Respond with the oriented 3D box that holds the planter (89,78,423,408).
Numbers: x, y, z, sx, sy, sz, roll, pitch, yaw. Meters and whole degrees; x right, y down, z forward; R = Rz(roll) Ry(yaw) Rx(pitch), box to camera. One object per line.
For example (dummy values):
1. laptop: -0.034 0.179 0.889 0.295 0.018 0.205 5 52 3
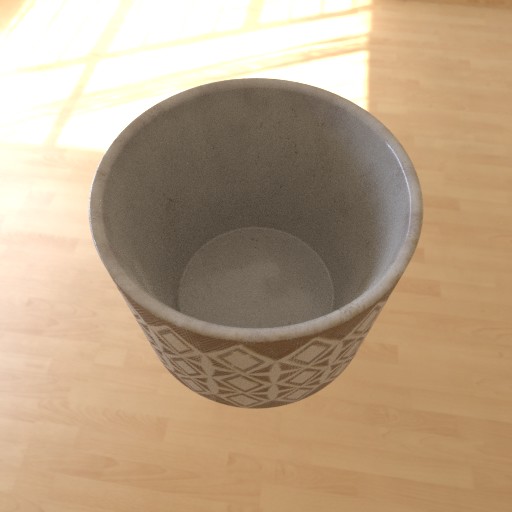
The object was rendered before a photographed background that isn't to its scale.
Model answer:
1. planter: 0.000 0.000 0.330 0.193 0.165 0.193 0 59 0
